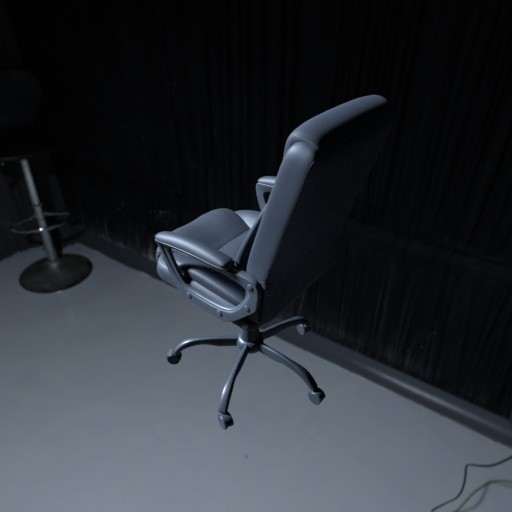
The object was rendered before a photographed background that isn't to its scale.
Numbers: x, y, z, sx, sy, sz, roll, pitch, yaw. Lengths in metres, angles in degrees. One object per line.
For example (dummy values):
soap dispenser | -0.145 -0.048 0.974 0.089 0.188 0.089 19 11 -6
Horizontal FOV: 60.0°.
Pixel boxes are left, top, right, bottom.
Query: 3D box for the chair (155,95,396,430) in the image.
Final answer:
chair | 0.000 0.000 1.504 0.655 1.072 0.615 22 39 30
